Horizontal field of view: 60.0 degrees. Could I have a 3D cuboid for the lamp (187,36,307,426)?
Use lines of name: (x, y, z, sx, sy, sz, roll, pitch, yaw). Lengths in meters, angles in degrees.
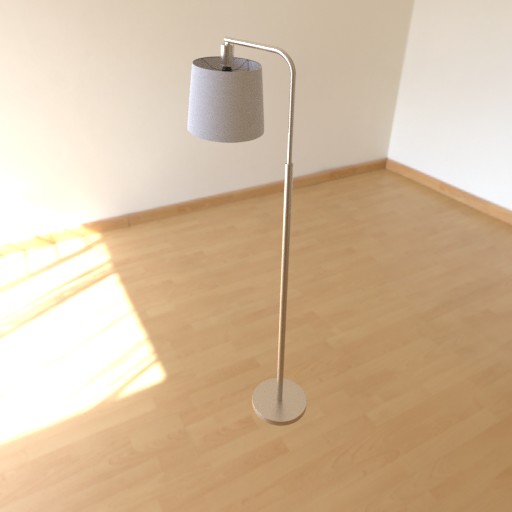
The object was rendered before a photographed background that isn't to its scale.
lamp: (0.000, 0.000, 1.673, 0.508, 1.478, 0.254, 22, 39, 30)
